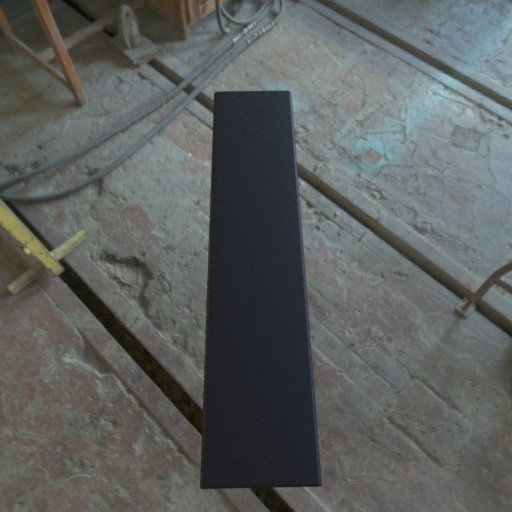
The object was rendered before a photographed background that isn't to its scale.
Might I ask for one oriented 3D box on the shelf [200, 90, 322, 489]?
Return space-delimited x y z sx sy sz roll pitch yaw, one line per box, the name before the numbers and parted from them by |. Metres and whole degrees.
shelf | 0.000 0.000 0.492 0.102 0.053 0.456 -1 63 0
